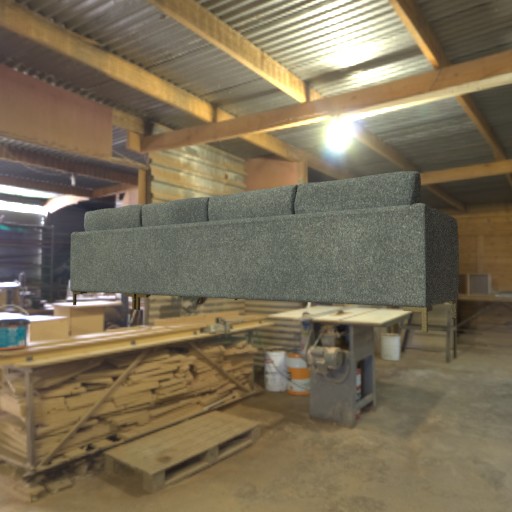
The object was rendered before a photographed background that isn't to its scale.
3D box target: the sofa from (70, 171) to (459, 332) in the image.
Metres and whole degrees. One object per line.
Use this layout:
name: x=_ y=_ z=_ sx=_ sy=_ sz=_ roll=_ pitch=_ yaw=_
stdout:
sofa: x=0.000 y=0.000 z=3.451 sx=2.932 sy=0.810 sz=1.350 roll=-1 pitch=-2 yaw=35
